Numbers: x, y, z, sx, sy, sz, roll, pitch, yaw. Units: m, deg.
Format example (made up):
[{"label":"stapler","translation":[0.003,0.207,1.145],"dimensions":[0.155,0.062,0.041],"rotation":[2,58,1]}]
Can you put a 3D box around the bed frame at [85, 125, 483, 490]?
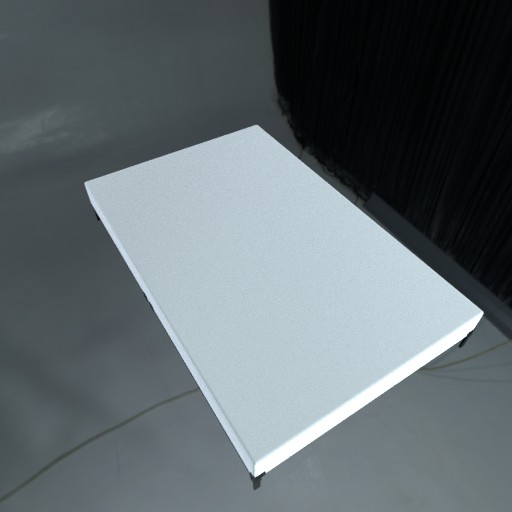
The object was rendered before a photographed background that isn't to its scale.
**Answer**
[{"label":"bed frame","translation":[0.000,0.000,3.776],"dimensions":[1.930,0.440,2.987],"rotation":[-25,52,-22]}]
